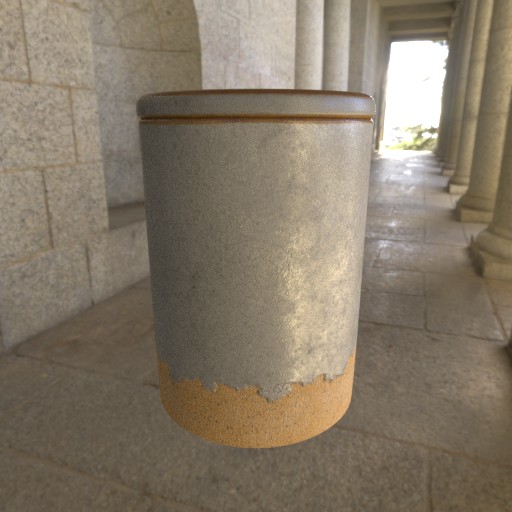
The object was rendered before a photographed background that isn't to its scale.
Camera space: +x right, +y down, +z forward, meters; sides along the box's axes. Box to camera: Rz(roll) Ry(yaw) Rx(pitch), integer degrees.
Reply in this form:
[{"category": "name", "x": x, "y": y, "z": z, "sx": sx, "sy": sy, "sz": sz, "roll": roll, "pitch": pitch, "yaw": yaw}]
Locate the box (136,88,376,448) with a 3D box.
[{"category": "box", "x": 0.000, "y": 0.000, "z": 0.247, "sx": 0.118, "sy": 0.168, "sz": 0.118, "roll": 0, "pitch": 17, "yaw": 0}]
